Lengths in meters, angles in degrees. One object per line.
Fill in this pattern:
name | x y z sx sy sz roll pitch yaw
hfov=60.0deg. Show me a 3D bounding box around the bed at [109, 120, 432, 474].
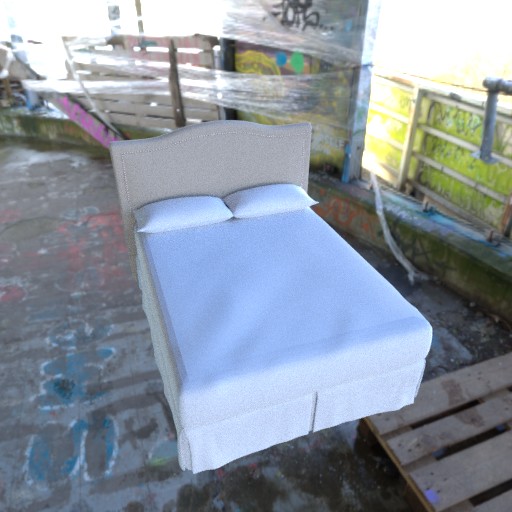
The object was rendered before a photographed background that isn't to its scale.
bed | 0.000 0.000 3.132 1.678 1.398 2.052 -11 34 -16
